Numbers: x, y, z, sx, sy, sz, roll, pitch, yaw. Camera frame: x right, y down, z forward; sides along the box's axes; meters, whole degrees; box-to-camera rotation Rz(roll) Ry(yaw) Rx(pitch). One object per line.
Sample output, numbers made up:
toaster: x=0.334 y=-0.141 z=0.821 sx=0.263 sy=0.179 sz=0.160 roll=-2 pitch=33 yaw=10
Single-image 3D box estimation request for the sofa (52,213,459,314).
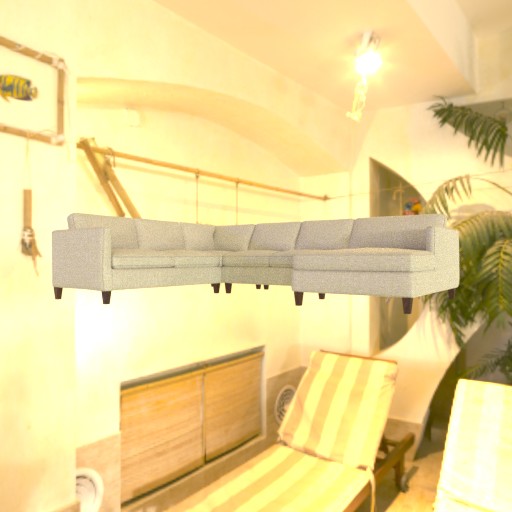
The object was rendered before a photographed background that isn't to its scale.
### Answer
sofa: x=0.000 y=0.000 z=4.543 sx=3.403 sy=0.889 sz=2.551 roll=0 pitch=0 yaw=36
